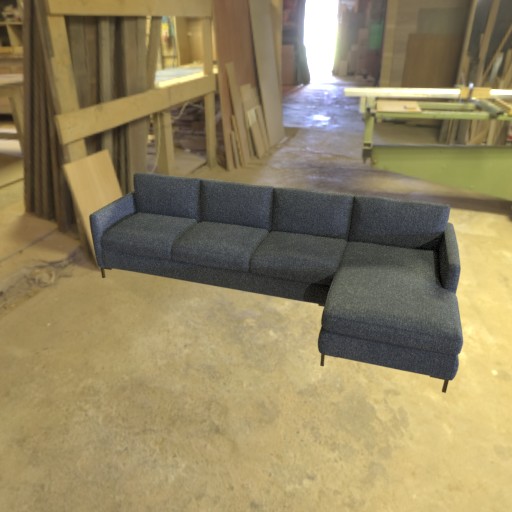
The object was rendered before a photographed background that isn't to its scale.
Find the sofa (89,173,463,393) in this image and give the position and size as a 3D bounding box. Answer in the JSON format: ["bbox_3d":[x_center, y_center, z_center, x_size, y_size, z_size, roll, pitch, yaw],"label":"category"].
[{"bbox_3d":[0.000,0.000,3.457,2.932,0.810,1.350,9,28,17],"label":"sofa"}]
